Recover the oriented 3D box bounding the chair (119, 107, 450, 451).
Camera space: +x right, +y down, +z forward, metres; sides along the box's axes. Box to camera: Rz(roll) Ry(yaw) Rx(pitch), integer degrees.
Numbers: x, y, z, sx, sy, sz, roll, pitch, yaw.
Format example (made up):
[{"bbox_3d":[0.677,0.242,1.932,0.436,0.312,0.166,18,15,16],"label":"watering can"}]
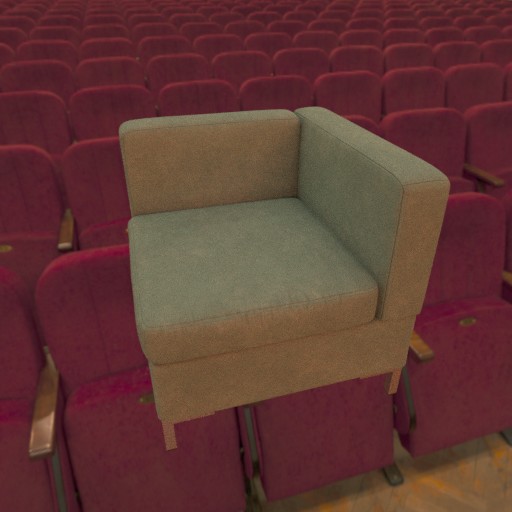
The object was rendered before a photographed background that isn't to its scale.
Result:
[{"bbox_3d":[0.000,0.000,1.245,0.680,0.660,0.680,-9,32,-14],"label":"chair"}]
